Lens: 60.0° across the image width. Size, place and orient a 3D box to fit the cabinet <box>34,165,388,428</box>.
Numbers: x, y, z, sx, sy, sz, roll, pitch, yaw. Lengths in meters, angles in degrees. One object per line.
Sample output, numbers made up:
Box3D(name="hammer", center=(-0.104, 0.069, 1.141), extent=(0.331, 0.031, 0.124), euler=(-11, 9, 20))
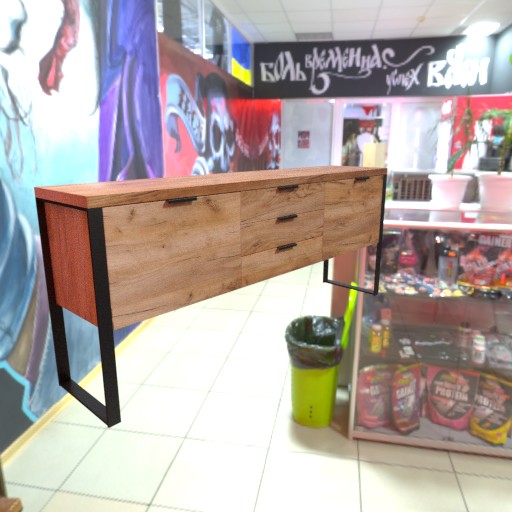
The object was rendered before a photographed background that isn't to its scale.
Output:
Box3D(name="cabinet", center=(0.000, 0.000, 2.118), extent=(0.395, 0.762, 1.800), euler=(13, 20, 42))
